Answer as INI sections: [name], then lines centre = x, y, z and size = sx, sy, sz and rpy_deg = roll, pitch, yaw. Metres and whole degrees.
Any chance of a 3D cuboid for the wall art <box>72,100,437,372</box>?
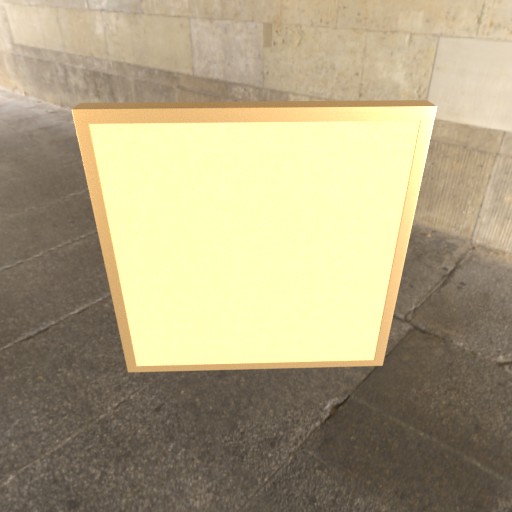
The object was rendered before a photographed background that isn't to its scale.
[wall art]
centre = 0.000, 0.000, 0.460
size = 0.305, 0.305, 0.023
rpy_deg = -1, 32, -2
